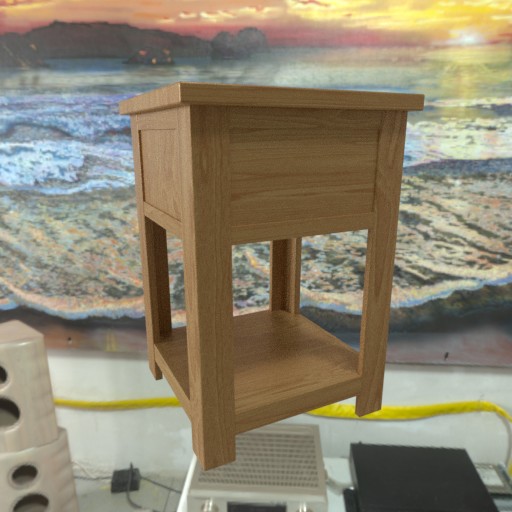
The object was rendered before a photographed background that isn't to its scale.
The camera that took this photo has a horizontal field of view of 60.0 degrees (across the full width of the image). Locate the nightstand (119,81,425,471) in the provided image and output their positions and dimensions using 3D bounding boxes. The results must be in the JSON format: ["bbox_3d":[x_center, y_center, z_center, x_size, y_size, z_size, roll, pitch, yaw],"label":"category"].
[{"bbox_3d":[0.000,0.000,0.913,0.428,0.614,0.418,-8,17,-26],"label":"nightstand"}]
